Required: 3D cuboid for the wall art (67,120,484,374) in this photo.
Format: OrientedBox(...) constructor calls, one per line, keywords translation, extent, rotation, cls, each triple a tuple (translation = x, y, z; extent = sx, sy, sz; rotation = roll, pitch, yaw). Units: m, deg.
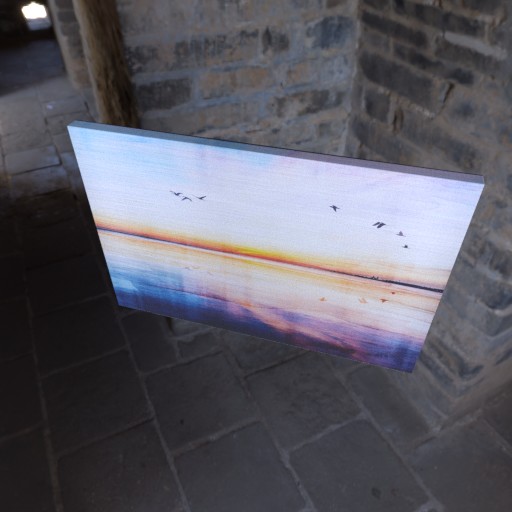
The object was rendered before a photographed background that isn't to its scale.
OrientedBox(translation=(0.000, 0.000, 1.144), extent=(0.911, 0.605, 0.037), rotation=(11, 42, 13), cls="wall art")
